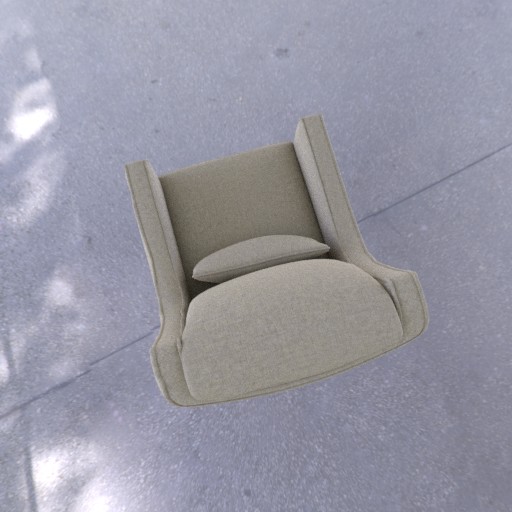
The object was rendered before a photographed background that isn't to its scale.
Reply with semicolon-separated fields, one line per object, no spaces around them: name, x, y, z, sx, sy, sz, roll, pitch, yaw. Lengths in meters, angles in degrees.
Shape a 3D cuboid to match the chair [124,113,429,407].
chair;0.000;0.000;1.591;0.732;0.993;0.879;-16;77;-4
